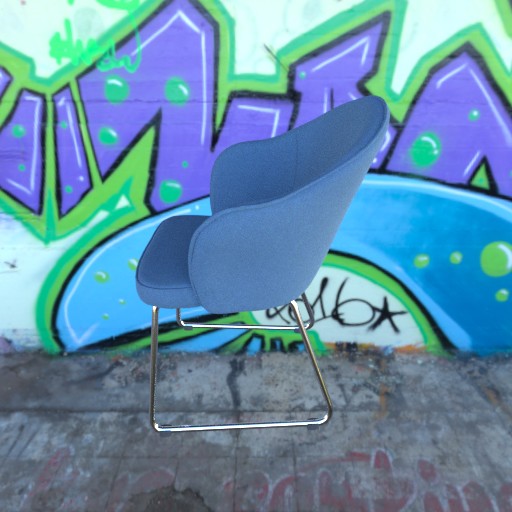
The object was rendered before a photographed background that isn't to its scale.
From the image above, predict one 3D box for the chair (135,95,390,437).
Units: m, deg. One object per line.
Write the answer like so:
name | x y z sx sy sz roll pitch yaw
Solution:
chair | 0.000 0.000 1.197 0.585 0.815 0.570 0 27 0
